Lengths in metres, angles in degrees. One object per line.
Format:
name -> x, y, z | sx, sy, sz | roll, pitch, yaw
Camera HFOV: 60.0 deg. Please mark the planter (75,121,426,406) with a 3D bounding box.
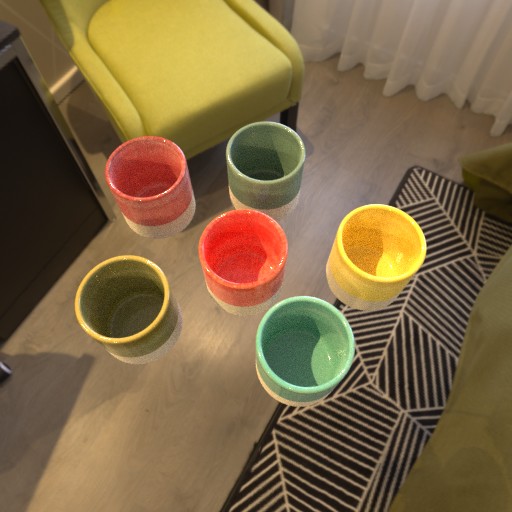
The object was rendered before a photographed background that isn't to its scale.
planter -> 0.000, 0.000, 0.408 | 0.286, 0.075, 0.257 | 0, 63, 0
